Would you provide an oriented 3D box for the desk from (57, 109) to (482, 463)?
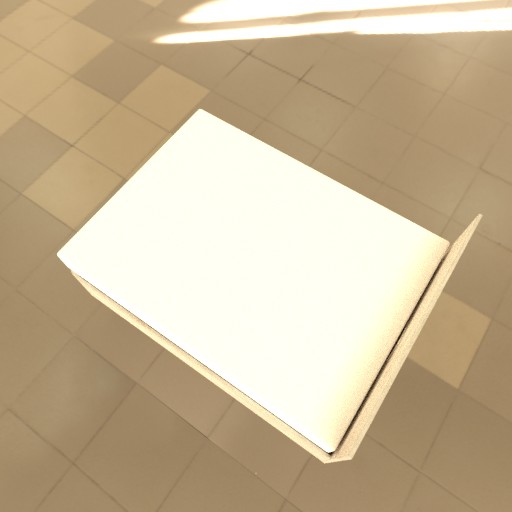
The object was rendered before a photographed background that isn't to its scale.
[{"bbox_3d":[0.000,0.000,2.647,1.900,0.800,1.400,32,68,14],"label":"desk"}]
